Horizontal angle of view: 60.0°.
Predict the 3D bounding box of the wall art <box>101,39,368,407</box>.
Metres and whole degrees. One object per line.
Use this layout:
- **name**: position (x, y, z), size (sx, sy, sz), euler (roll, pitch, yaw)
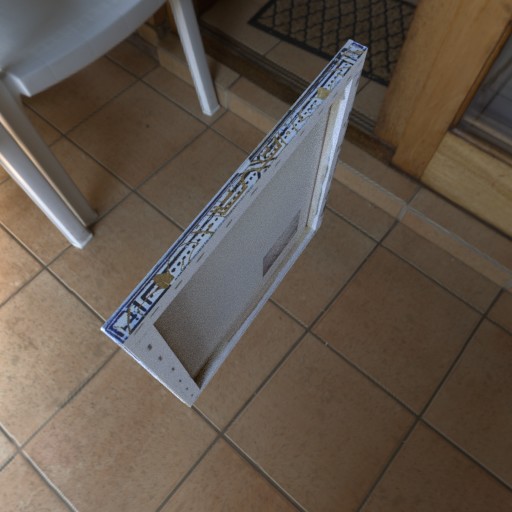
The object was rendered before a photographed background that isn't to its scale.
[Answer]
- **wall art**: position (0.000, 0.000, 0.907), size (0.036, 0.607, 0.609), euler (32, 69, 14)
